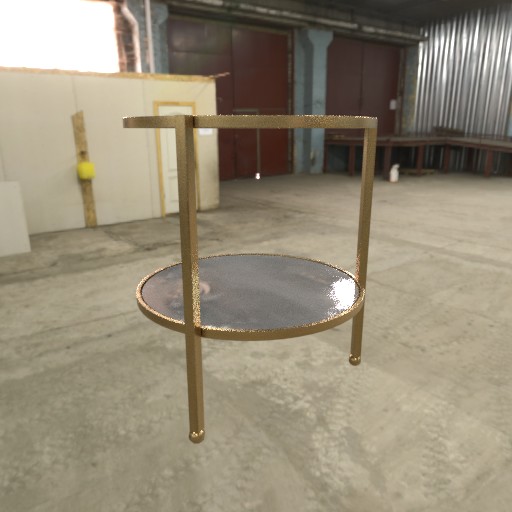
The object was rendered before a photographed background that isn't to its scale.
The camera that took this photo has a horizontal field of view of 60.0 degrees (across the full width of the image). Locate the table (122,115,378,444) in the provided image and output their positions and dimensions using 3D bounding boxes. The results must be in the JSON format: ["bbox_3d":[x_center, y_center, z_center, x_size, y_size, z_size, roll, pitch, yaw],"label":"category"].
[{"bbox_3d":[0.000,0.000,0.455,0.243,0.269,0.231,-2,16,-8],"label":"table"}]
